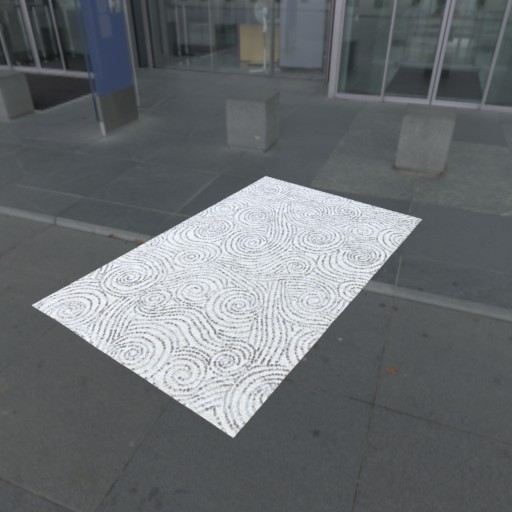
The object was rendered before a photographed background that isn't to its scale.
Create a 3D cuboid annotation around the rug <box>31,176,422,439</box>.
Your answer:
[{"bbox_3d":[0.000,0.000,3.082,1.524,0.005,2.439,21,38,30],"label":"rug"}]
